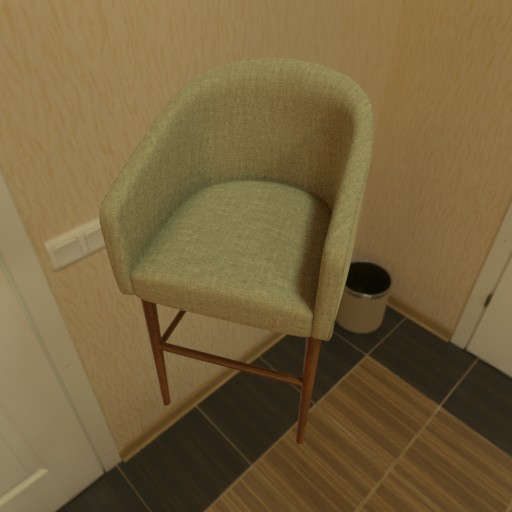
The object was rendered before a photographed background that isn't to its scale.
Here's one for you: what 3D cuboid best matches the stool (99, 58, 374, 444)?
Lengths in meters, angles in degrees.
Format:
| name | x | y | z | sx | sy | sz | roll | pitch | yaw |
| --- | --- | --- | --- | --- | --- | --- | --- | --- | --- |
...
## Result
| name | x | y | z | sx | sy | sz | roll | pitch | yaw |
| --- | --- | --- | --- | --- | --- | --- | --- | --- | --- |
| stool | 0.000 | 0.000 | 1.327 | 0.559 | 0.952 | 0.635 | 11 | 42 | 13 |
